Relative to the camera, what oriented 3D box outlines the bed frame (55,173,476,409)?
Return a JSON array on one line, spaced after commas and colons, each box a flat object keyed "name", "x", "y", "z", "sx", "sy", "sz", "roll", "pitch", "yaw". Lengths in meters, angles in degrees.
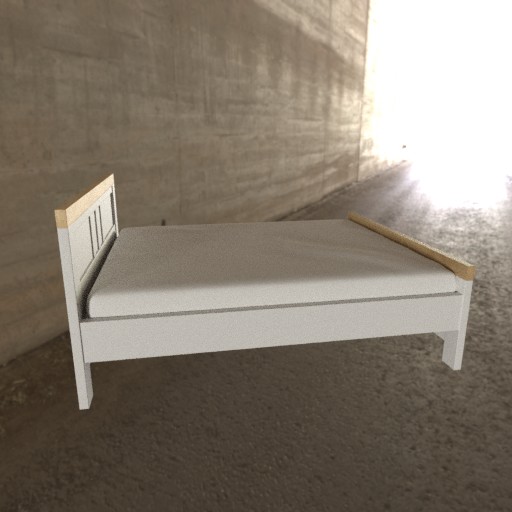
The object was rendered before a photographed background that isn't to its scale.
[{"name": "bed frame", "x": 0.000, "y": 0.000, "z": 2.983, "sx": 2.050, "sy": 0.980, "sz": 1.670, "roll": -3, "pitch": 16, "yaw": -10}]
